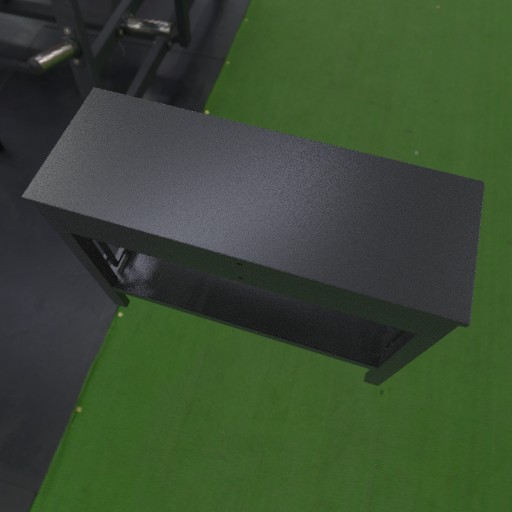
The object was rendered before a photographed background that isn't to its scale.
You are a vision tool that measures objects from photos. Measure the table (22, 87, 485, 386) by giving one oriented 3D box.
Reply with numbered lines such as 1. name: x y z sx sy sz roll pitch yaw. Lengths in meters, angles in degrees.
1. table: 0.000 0.000 1.422 1.068 0.753 0.397 16 65 8
